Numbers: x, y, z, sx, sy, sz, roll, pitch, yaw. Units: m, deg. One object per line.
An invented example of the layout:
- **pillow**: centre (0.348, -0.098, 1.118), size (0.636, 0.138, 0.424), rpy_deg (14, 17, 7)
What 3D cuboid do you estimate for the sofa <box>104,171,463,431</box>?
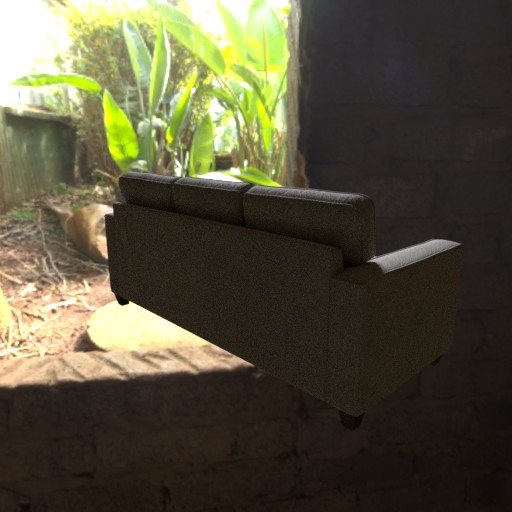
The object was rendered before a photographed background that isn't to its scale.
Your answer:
- **sofa**: centre (0.000, 0.000, 2.705), size (0.939, 0.965, 2.133), rpy_deg (-14, 20, -42)
